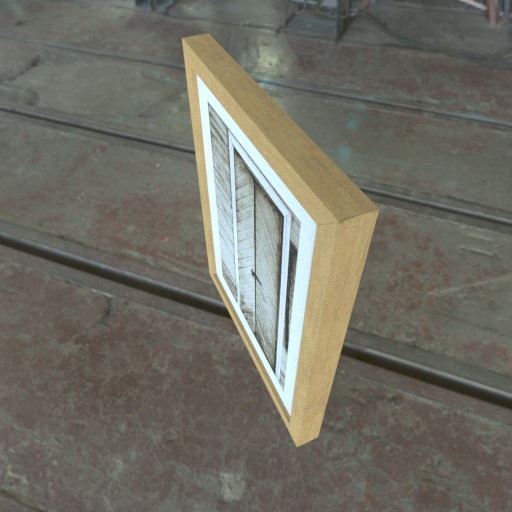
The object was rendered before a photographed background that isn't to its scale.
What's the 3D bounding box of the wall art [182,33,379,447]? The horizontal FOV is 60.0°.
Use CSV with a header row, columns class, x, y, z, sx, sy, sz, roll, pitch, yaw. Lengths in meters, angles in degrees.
class,x,y,z,sx,sy,sz,roll,pitch,yaw
wall art,0.000,0.000,0.512,0.030,0.380,0.312,-18,50,-16
